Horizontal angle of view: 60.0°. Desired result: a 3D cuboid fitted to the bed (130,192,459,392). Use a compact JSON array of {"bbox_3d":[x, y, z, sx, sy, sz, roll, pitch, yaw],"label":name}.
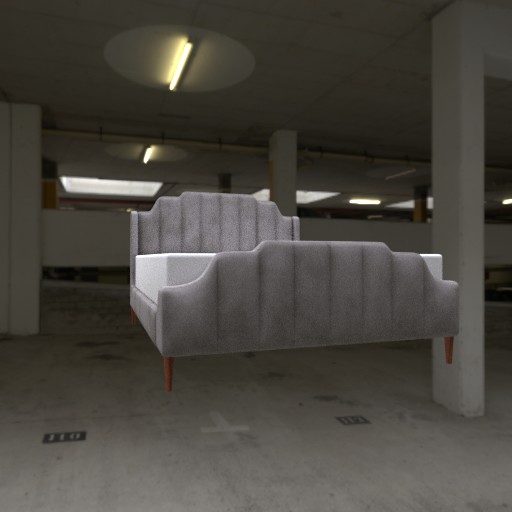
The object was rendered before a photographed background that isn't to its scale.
[{"bbox_3d":[0.000,0.000,3.317,1.676,1.245,2.340,0,0,-19],"label":"bed"}]
